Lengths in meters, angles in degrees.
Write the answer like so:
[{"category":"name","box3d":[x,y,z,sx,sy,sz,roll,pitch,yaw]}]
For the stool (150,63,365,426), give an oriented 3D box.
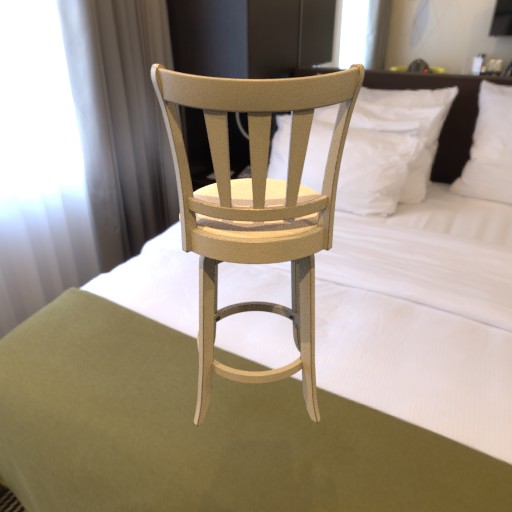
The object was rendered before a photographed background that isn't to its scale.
[{"category":"stool","box3d":[0.000,0.000,1.273,0.436,1.042,0.475,-1,28,-2]}]
